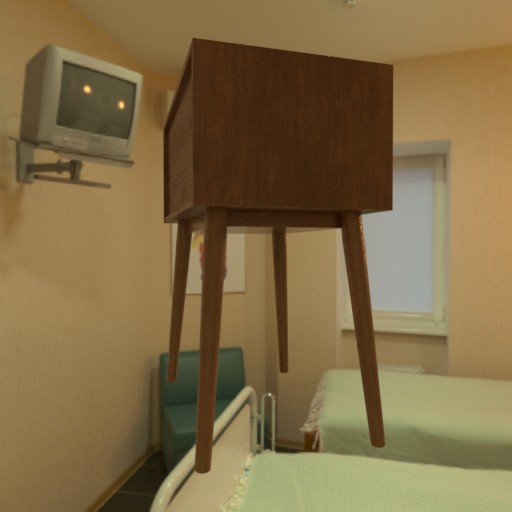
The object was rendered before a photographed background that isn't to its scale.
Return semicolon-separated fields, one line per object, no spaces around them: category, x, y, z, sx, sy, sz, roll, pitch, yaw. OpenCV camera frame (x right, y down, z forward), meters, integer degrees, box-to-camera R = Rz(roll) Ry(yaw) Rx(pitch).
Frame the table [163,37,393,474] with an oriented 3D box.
table;0.000;0.000;0.845;0.307;0.580;0.454;0;1;-17
